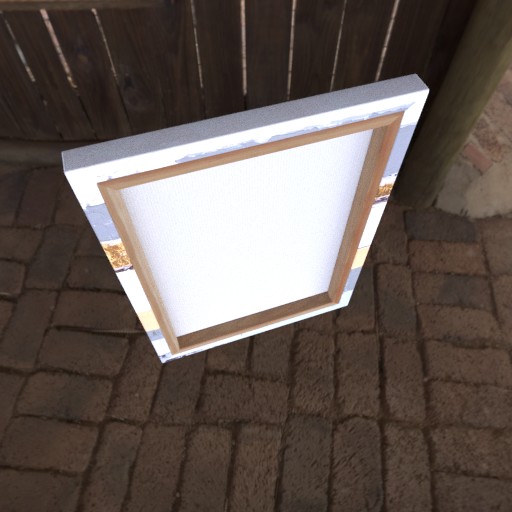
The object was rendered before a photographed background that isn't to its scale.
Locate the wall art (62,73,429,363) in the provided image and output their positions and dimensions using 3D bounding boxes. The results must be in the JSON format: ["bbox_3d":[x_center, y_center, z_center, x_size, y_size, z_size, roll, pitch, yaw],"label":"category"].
[{"bbox_3d":[0.000,0.000,0.789,0.456,0.609,0.038,-16,58,-10],"label":"wall art"}]
